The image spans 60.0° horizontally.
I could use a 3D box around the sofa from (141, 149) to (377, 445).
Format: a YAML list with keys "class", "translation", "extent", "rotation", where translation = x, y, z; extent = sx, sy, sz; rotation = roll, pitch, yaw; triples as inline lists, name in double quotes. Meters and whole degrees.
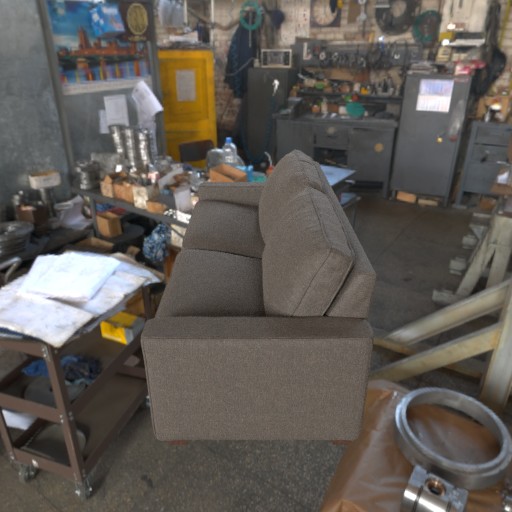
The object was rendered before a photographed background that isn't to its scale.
- class: "sofa"
  translation: [0.000, 0.000, 2.665]
  extent: [0.940, 0.919, 2.080]
  rotation: [0, 26, 0]
